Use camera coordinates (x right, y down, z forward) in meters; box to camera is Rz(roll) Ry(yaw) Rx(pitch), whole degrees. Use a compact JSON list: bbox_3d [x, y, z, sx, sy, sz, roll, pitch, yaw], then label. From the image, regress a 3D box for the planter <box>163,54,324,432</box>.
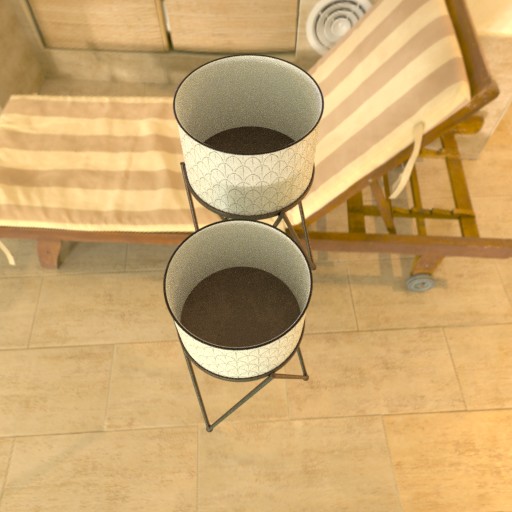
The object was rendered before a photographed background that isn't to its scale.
[{"bbox_3d":[0.000,0.000,1.179,0.413,0.712,0.769,2,58,1],"label":"planter"}]
